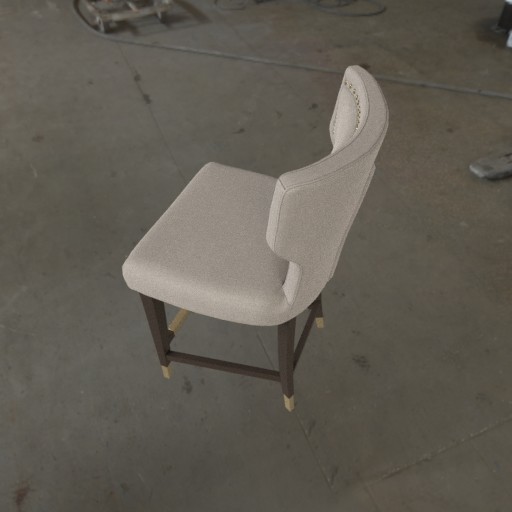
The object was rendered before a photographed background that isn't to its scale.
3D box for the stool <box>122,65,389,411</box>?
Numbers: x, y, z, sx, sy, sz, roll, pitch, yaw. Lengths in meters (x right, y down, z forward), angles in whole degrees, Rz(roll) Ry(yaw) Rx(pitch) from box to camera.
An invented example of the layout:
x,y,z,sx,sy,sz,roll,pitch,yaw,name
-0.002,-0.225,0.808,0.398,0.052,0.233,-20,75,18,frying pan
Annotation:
x,y,z,sx,sy,sz,roll,pitch,yaw,name
0.000,0.000,1.307,0.563,0.982,0.527,17,49,15,stool
